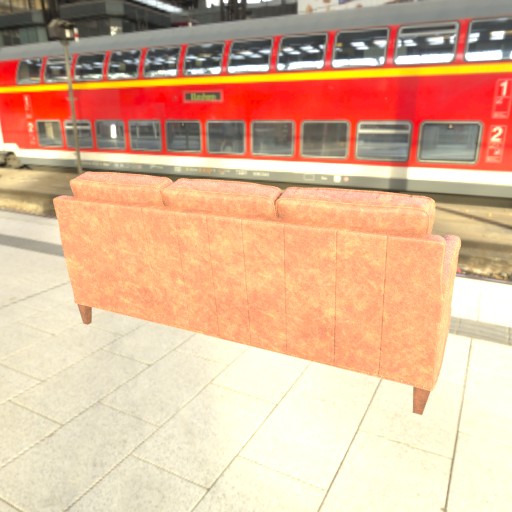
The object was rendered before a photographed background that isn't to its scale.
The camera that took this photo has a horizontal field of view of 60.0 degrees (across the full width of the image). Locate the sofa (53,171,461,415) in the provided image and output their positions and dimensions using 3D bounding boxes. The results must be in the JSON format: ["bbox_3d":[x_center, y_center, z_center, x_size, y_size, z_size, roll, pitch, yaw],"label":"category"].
[{"bbox_3d":[0.000,0.000,2.714,2.246,1.003,1.084,9,20,25],"label":"sofa"}]
